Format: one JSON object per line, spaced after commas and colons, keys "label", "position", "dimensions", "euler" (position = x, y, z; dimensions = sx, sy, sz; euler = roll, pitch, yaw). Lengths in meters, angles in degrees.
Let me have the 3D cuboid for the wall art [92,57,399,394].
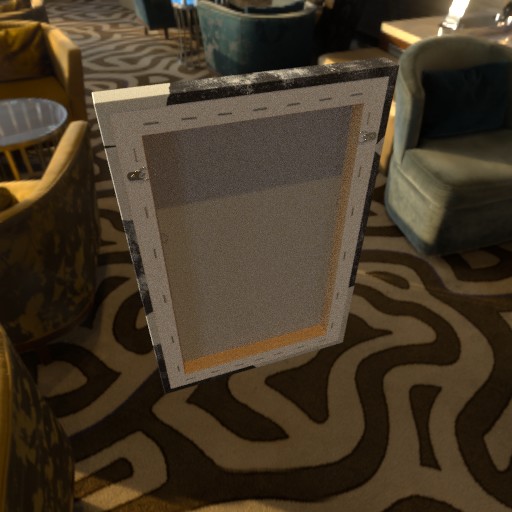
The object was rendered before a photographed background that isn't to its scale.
{"label": "wall art", "position": [0.000, 0.000, 0.772], "dimensions": [0.407, 0.610, 0.039], "euler": [-13, 43, -14]}
